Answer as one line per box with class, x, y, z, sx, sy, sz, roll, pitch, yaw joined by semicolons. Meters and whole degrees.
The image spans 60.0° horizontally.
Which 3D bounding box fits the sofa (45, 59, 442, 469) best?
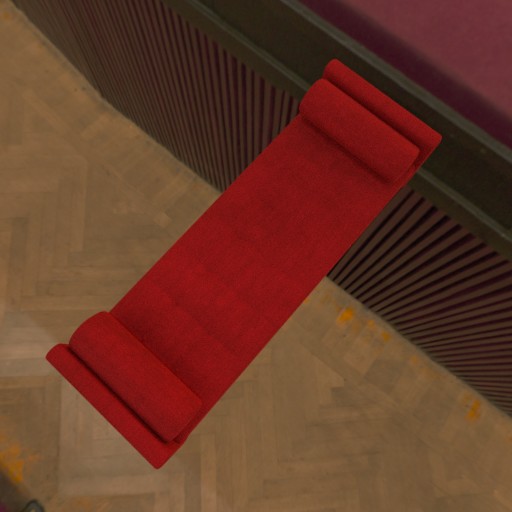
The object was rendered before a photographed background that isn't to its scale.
sofa;0.000;0.000;2.303;0.686;0.635;1.981;40;79;9
